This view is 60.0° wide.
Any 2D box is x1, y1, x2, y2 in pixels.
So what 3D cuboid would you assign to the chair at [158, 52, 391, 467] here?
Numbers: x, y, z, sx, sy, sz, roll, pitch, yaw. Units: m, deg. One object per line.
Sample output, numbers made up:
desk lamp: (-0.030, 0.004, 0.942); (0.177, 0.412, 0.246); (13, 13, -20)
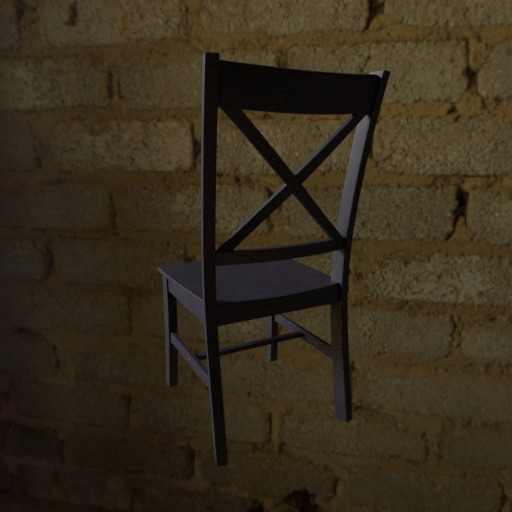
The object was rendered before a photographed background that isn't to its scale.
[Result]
chair: (0.000, 0.000, 1.304); (0.485, 0.983, 0.542); (-7, 16, -27)
